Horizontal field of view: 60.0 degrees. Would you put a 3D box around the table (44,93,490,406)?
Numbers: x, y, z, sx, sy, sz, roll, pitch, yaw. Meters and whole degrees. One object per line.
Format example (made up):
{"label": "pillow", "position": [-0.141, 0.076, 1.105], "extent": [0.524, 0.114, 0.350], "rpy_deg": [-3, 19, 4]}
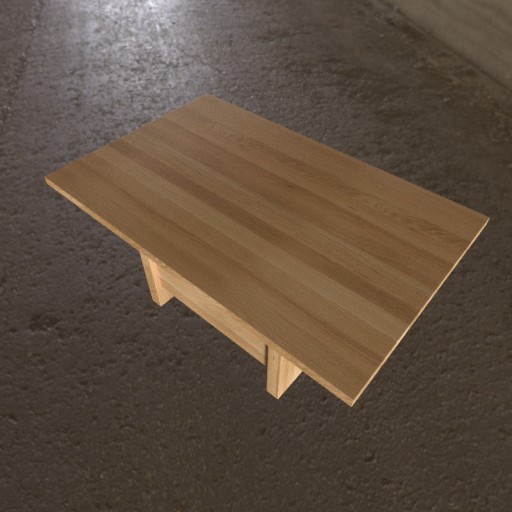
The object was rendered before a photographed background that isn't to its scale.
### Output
{"label": "table", "position": [0.000, 0.000, 1.472], "extent": [1.100, 0.510, 0.700], "rpy_deg": [32, 55, 26]}
